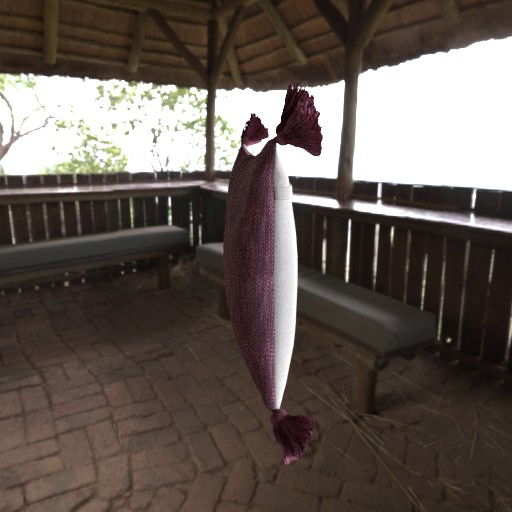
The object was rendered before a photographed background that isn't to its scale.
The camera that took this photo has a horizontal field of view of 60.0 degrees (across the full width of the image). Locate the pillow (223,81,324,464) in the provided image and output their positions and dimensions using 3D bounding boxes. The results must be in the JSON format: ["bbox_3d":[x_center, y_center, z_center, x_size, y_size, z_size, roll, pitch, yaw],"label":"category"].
[{"bbox_3d":[0.000,0.000,0.975,0.138,0.659,0.641,-2,13,-8],"label":"pillow"}]
